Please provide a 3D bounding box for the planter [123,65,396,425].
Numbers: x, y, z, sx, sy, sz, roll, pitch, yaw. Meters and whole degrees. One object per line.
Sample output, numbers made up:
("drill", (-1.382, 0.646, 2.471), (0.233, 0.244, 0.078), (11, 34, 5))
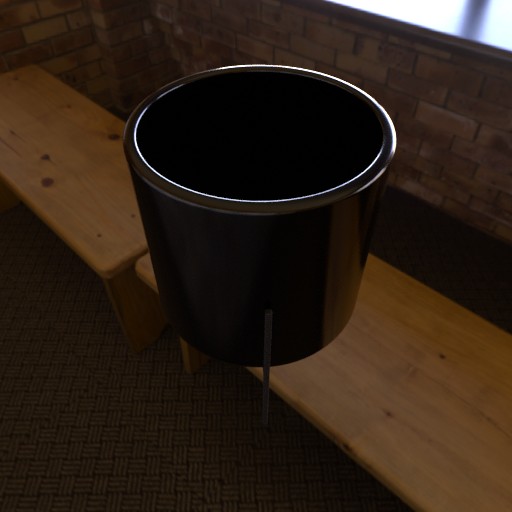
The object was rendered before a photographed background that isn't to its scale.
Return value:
("planter", (0.000, 0.000, 0.647), (0.310, 0.432, 0.310), (8, 47, 8))
